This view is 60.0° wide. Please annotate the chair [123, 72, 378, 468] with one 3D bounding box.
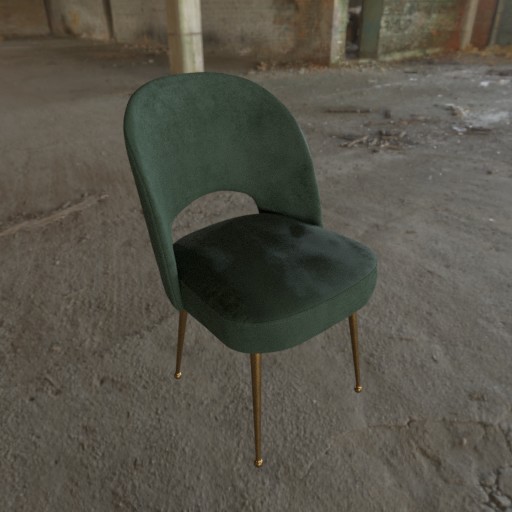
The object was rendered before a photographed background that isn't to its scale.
[{"bbox_3d":[0.000,0.000,1.188,0.527,0.860,0.577,-22,36,-34],"label":"chair"}]
